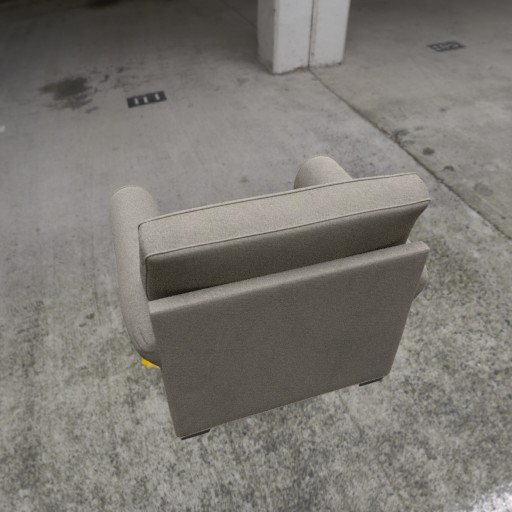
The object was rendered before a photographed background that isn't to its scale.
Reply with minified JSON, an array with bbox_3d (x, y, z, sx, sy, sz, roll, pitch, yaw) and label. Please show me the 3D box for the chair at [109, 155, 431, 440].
[{"bbox_3d":[0.000,0.000,1.922,1.147,1.044,0.939,-12,42,-14],"label":"chair"}]
